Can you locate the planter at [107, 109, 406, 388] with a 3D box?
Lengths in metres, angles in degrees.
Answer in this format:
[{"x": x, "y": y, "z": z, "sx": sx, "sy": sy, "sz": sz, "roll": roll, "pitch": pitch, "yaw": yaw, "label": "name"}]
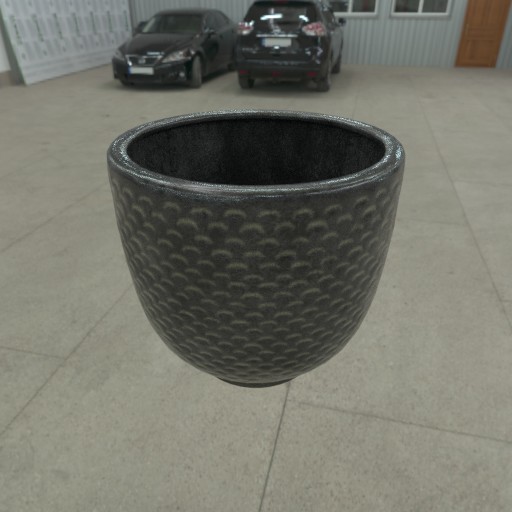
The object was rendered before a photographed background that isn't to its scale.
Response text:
[{"x": 0.000, "y": 0.000, "z": 0.302, "sx": 0.172, "sy": 0.160, "sz": 0.172, "roll": 0, "pitch": 30, "yaw": 0, "label": "planter"}]
